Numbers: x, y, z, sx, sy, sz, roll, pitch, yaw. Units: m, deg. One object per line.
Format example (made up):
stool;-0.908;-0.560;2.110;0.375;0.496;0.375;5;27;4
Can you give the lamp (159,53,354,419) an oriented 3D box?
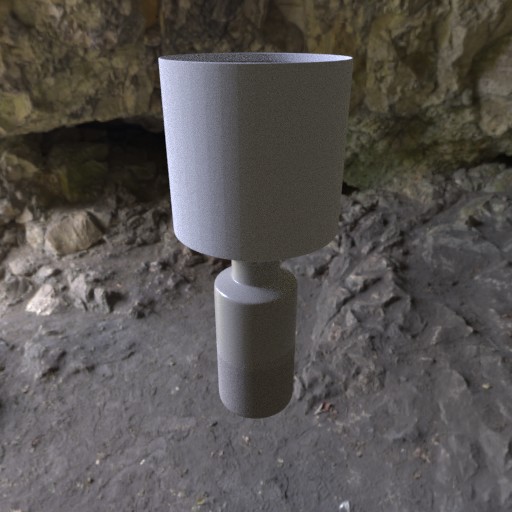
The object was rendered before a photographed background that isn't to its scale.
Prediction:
lamp;0.000;0.000;0.601;0.212;0.493;0.212;-8;28;-16
